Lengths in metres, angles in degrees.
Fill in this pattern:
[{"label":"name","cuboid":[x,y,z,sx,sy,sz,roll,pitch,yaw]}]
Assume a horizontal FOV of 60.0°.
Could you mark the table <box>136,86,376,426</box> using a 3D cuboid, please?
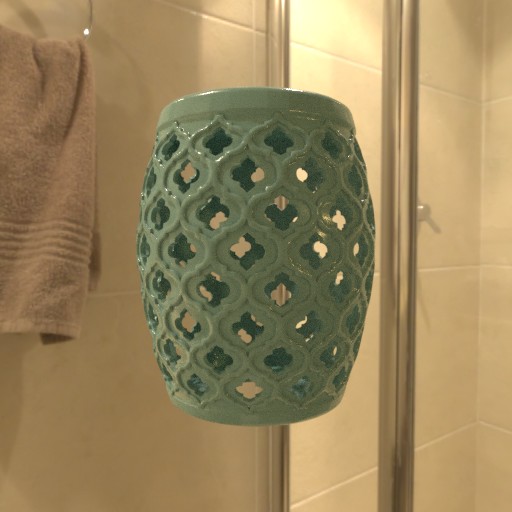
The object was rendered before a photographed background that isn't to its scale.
[{"label":"table","cuboid":[0.000,0.000,0.623,0.325,0.388,0.325,0,2,0]}]
